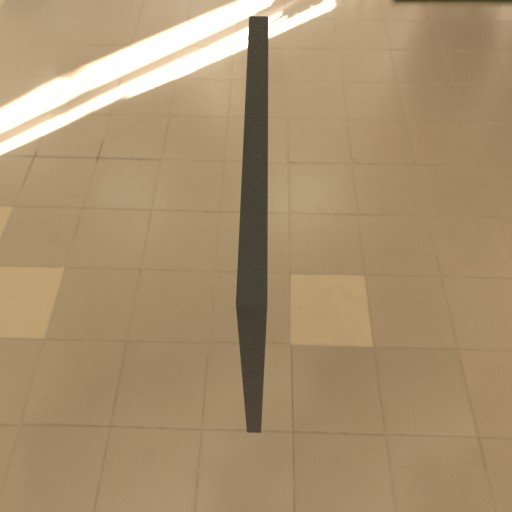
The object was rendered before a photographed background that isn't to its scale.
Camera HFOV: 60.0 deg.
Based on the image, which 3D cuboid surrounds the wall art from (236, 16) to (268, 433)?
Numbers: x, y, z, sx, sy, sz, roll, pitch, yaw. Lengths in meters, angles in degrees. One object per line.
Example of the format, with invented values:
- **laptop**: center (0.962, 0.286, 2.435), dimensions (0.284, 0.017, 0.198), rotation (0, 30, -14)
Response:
- **wall art**: center (0.000, 0.000, 0.745), dimensions (0.028, 0.558, 0.457), rotation (1, 58, 1)
